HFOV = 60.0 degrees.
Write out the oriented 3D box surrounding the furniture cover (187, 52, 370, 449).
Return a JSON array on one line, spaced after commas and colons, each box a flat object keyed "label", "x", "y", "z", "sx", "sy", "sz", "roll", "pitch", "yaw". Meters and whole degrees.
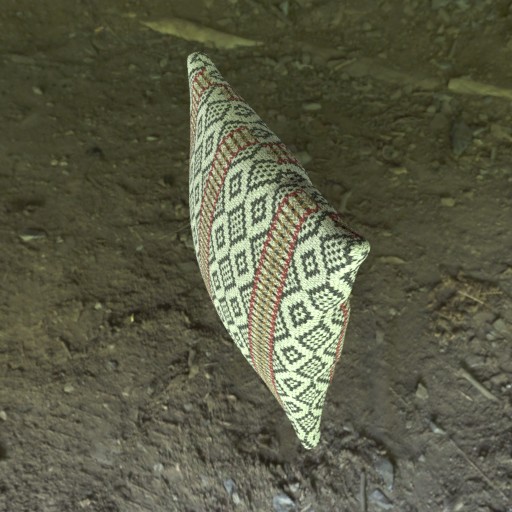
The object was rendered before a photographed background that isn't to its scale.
[{"label": "furniture cover", "x": 0.000, "y": 0.000, "z": 0.759, "sx": 0.182, "sy": 0.506, "sz": 0.503, "roll": -18, "pitch": 49, "yaw": -16}]
